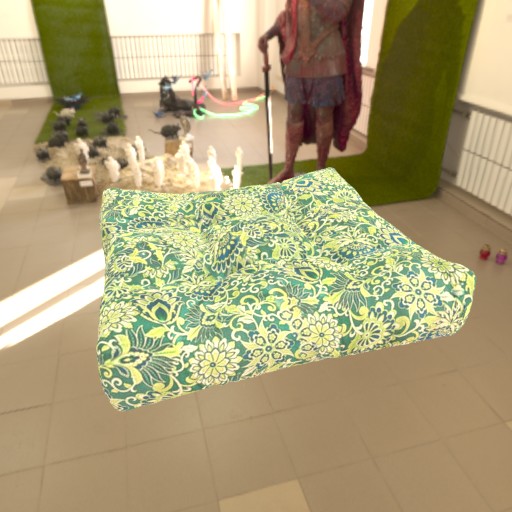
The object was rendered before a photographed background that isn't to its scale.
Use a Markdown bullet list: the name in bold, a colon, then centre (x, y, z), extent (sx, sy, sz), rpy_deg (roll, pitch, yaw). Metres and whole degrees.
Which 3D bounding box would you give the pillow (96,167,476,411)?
- **pillow**: centre (0.000, 0.000, 0.726), extent (0.490, 0.128, 0.468), rpy_deg (-9, 32, -14)
